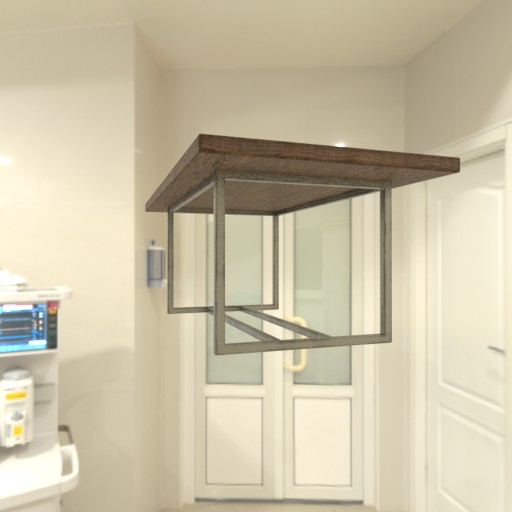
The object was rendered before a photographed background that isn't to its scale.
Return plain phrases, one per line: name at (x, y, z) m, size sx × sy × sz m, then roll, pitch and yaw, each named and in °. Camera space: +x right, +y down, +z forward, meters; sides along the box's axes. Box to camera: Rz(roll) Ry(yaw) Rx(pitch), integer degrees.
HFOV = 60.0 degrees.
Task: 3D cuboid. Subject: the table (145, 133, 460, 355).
table at (0.000, 0.000, 2.566) m, size 1.078 × 0.795 × 1.989 m, roll 0°, pitch 0°, yaw -19°
